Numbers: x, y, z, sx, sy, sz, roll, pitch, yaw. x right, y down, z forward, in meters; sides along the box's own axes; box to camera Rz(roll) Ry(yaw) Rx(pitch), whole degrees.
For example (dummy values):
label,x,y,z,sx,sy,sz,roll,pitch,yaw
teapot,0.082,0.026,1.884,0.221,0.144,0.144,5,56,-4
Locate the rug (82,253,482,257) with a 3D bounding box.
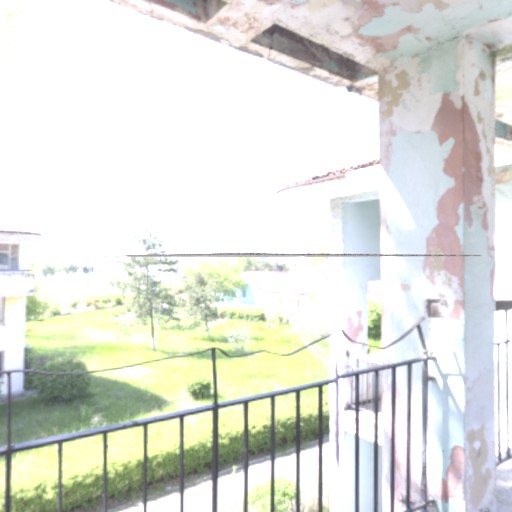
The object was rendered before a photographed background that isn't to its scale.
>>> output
label,x,y,z,sx,sy,sz,roll,pitch,yaw
rug,0.000,0.000,4.180,2.444,0.013,3.043,0,0,-35
